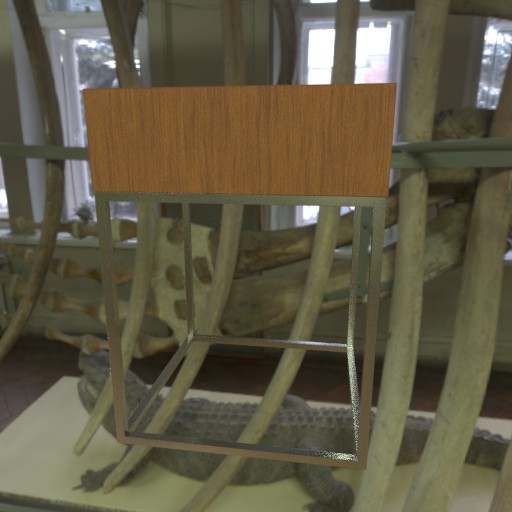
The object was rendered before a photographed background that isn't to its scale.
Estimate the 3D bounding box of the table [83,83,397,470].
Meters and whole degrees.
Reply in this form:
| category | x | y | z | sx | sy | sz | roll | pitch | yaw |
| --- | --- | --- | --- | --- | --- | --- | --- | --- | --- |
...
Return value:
| category | x | y | z | sx | sy | sz | roll | pitch | yaw |
| --- | --- | --- | --- | --- | --- | --- | --- | --- | --- |
| table | 0.000 | 0.000 | 0.809 | 0.398 | 0.540 | 0.397 | 2 | 15 | 9 |
